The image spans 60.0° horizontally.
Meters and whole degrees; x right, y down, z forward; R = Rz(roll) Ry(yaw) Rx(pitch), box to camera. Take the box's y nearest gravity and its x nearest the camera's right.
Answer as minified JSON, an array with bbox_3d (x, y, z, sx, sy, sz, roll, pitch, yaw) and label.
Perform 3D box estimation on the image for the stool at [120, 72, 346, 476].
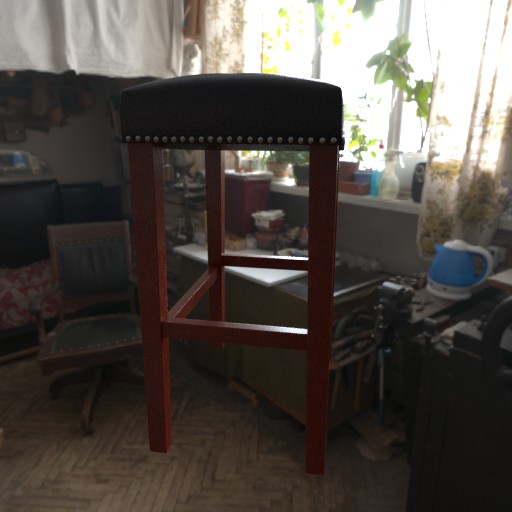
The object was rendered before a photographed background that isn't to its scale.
[{"bbox_3d":[0.000,0.000,1.017,0.372,0.742,0.504,3,17,10],"label":"stool"}]
